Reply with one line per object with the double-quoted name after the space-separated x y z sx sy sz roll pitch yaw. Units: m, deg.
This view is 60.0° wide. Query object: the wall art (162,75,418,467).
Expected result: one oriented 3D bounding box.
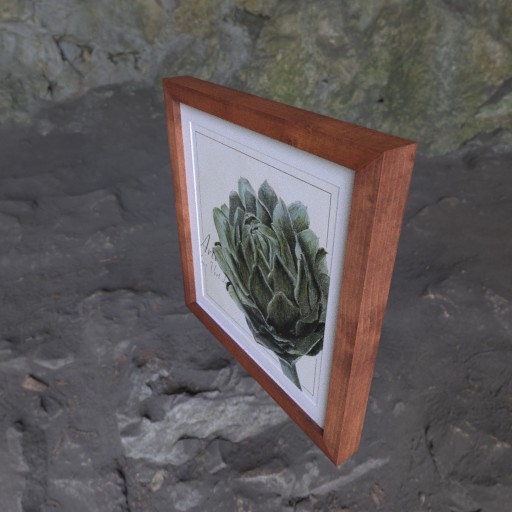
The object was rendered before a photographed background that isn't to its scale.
0.000 0.000 0.574 0.038 0.385 0.386 -20 36 -30 "wall art"
